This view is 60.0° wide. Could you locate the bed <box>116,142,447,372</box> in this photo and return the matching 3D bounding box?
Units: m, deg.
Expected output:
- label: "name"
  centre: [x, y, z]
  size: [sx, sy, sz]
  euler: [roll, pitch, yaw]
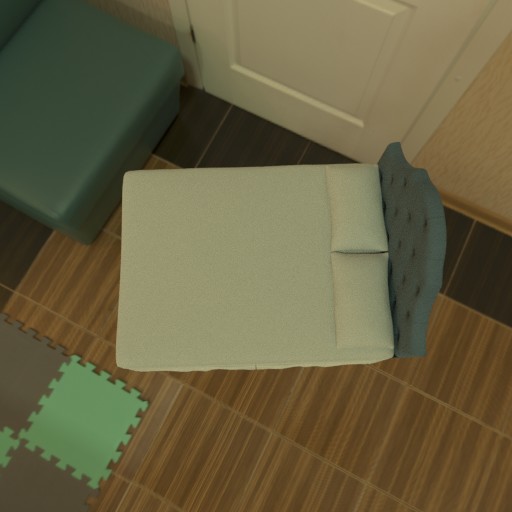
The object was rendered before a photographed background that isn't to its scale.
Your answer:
- label: "bed"
  centre: [0.000, 0.000, 3.268]
  size: [2.155, 1.575, 1.636]
  euler: [-2, 76, 0]
